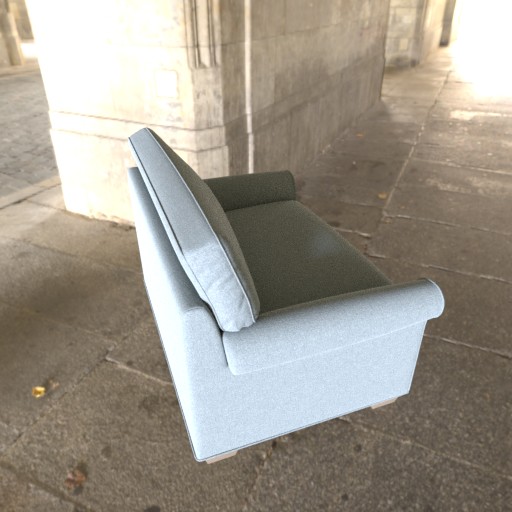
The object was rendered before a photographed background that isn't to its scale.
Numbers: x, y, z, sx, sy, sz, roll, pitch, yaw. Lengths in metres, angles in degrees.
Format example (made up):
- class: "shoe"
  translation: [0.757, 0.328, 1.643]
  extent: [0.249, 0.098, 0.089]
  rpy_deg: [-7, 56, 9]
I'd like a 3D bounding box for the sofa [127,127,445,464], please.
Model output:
- class: "sofa"
  translation: [0.000, 0.000, 2.030]
  extent: [0.940, 0.953, 1.410]
  rpy_deg: [-11, 32, -18]
